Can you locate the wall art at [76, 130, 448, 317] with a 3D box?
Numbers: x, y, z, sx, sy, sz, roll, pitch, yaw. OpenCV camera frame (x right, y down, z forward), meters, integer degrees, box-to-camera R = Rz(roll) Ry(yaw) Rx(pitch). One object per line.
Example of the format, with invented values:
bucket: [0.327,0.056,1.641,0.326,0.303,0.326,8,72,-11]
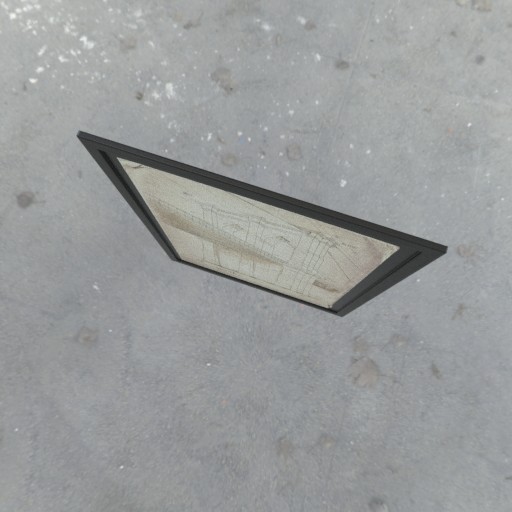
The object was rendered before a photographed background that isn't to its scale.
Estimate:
wall art: [0.000,0.000,1.272,0.707,0.967,0.013,18,76,5]
